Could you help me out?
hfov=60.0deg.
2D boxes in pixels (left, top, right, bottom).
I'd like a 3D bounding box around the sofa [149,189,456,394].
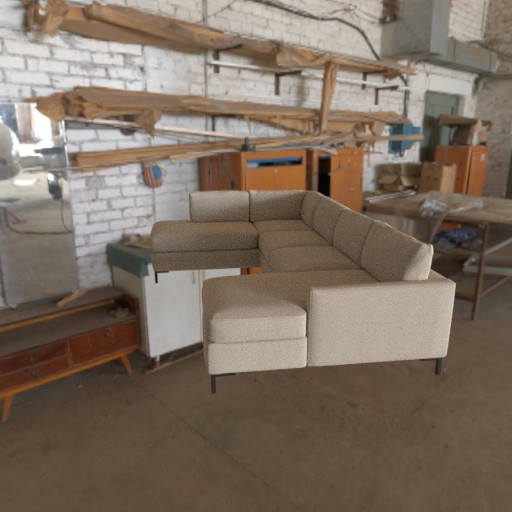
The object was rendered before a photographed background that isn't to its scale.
[{"bbox_3d":[0.000,0.000,3.927,1.989,0.862,2.984,-2,15,-8],"label":"sofa"}]
